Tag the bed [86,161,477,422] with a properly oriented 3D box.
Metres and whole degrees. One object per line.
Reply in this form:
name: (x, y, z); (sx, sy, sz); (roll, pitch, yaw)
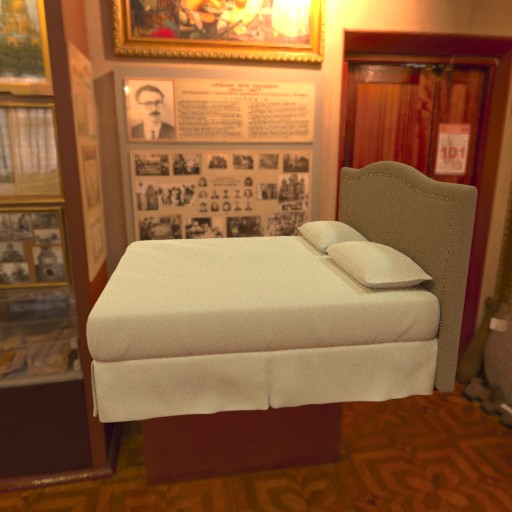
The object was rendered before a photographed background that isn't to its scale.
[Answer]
bed: (0.000, 0.000, 3.420); (2.182, 1.421, 2.083); (-2, 14, -8)
